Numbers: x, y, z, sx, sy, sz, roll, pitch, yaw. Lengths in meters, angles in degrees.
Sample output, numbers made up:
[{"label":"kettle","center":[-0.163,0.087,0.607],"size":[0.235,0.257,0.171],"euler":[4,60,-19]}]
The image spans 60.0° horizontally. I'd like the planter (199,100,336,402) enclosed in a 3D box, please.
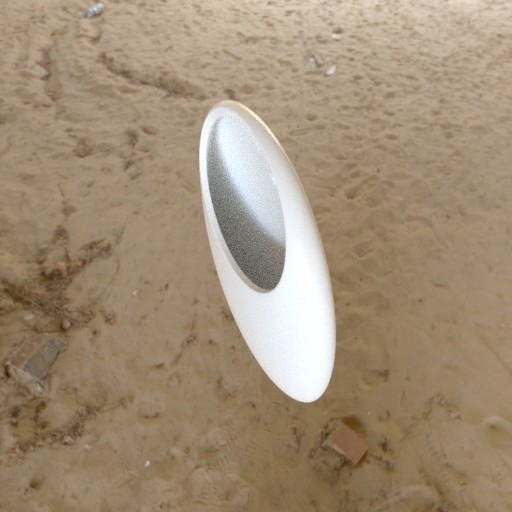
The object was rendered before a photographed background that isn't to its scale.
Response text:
[{"label":"planter","center":[0.000,0.000,0.281],"size":[0.043,0.188,0.185],"euler":[-16,48,-15]}]
